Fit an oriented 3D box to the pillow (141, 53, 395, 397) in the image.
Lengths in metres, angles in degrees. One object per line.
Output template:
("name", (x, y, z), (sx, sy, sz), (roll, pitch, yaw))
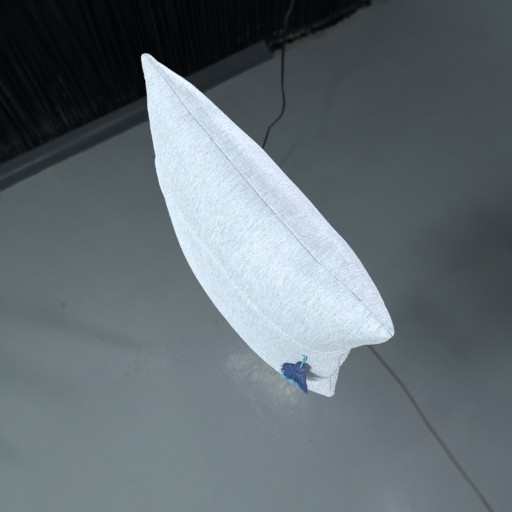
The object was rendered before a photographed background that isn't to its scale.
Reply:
("pillow", (0.000, 0.000, 0.659), (0.173, 0.436, 0.433), (-34, 69, -15))
